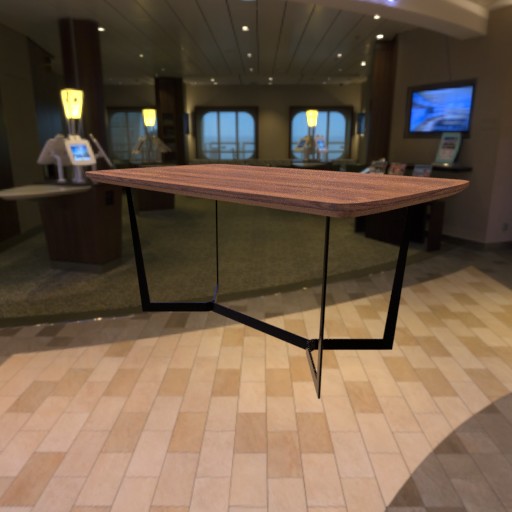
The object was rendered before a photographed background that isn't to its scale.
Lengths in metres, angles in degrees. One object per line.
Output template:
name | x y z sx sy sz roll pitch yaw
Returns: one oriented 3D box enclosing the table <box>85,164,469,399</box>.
table | 0.000 0.000 2.139 1.643 0.765 0.949 14 21 43
